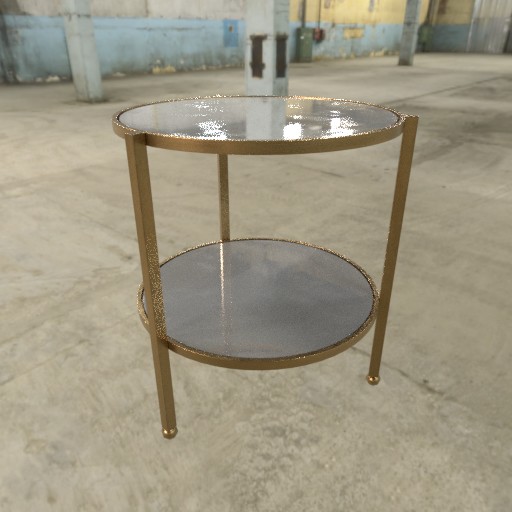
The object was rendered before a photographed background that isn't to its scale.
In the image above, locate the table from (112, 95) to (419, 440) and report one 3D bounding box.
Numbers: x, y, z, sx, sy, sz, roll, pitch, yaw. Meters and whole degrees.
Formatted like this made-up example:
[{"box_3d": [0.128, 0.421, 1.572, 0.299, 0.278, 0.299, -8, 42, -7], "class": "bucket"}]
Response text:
[{"box_3d": [0.000, 0.000, 0.428, 0.231, 0.269, 0.243, -9, 27, -17], "class": "table"}]
